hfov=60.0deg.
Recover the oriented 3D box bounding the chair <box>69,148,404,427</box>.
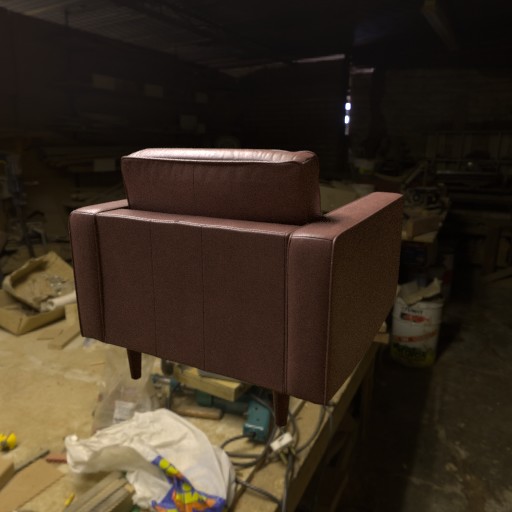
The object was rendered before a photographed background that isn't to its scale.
[{"bbox_3d":[0.000,0.000,1.614,0.920,0.770,0.900,8,17,27],"label":"chair"}]
